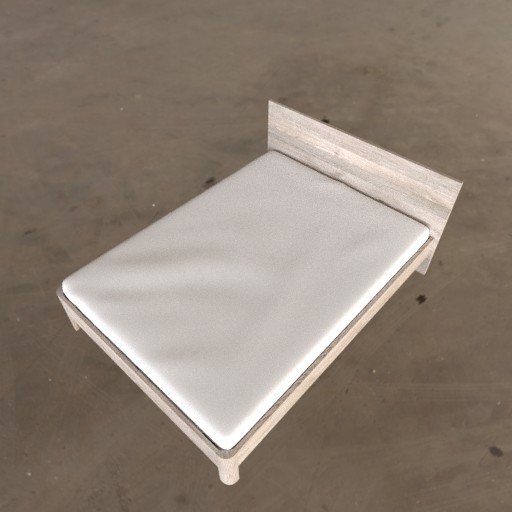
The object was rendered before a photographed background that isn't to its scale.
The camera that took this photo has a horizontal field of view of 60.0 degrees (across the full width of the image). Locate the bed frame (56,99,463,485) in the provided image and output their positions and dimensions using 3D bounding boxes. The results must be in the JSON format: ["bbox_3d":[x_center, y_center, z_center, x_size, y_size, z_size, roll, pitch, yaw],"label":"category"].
[{"bbox_3d":[0.000,0.000,2.722,1.490,0.800,1.950,33,55,28],"label":"bed frame"}]
